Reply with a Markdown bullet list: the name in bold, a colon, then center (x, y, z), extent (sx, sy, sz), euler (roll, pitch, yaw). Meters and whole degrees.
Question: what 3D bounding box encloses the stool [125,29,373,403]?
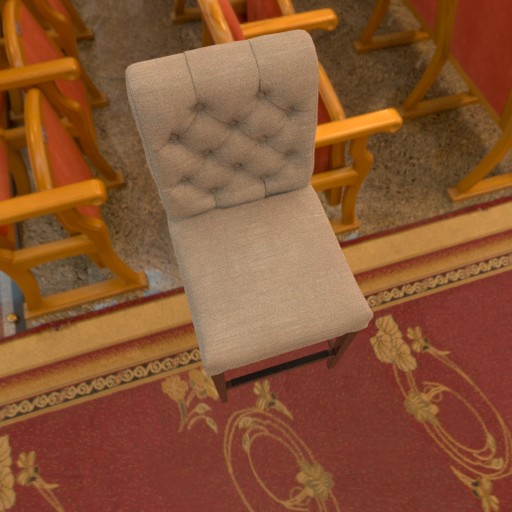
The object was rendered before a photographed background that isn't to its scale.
- **stool**: center (0.000, 0.000, 1.405), extent (0.486, 1.084, 0.660), euler (-15, 64, -8)
